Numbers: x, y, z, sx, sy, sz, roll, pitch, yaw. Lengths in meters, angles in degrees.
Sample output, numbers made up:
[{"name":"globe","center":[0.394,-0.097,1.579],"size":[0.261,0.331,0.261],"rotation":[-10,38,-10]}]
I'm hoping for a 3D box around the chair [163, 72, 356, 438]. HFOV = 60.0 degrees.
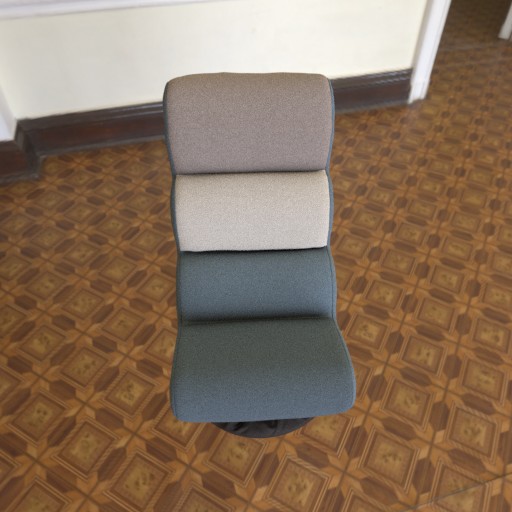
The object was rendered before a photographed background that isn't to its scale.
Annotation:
[{"name":"chair","center":[0.000,0.000,1.068],"size":[0.420,0.641,0.661],"rotation":[-2,45,-2]}]
